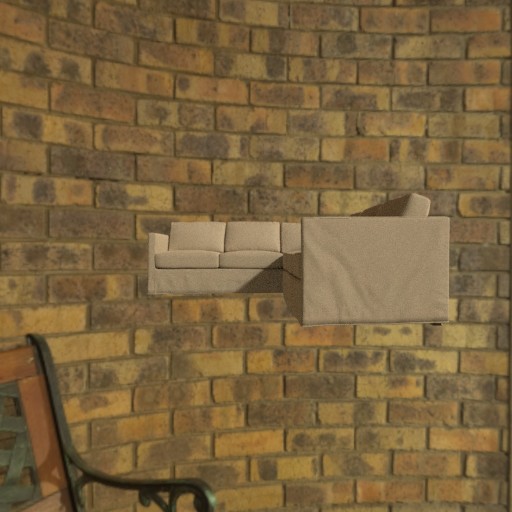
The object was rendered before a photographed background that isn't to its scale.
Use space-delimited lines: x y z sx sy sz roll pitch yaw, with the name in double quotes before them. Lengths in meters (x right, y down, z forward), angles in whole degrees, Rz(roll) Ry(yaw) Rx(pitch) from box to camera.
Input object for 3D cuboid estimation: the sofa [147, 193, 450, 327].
"sofa" 0.000 0.000 4.330 2.432 0.871 3.182 0 0 0
